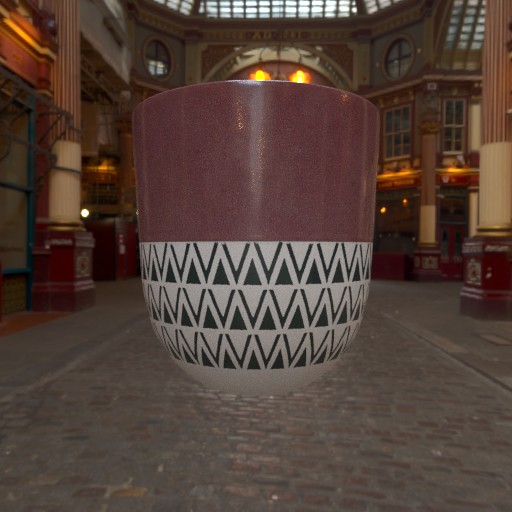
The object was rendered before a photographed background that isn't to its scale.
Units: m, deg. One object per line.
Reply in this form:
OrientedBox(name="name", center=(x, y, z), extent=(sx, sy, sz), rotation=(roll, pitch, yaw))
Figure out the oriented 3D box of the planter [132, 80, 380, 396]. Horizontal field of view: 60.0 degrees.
OrientedBox(name="planter", center=(0.000, 0.000, 0.363), extent=(0.195, 0.214, 0.195), rotation=(0, 1, 0))
